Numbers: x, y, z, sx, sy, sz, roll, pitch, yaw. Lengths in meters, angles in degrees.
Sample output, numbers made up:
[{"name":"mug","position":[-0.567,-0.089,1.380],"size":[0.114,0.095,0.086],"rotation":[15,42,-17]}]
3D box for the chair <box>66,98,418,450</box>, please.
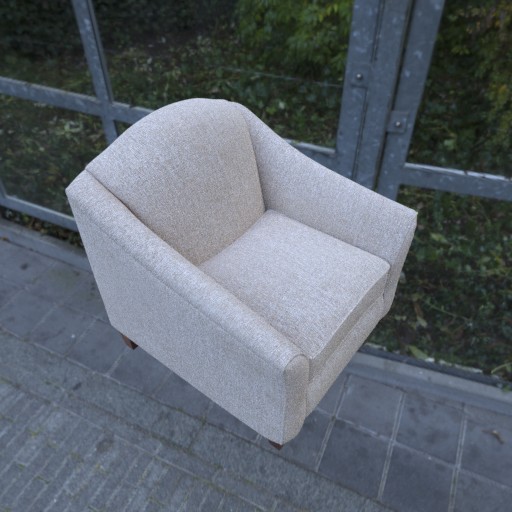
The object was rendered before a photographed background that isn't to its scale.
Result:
[{"name":"chair","position":[0.000,0.000,1.471],"size":[0.787,0.839,0.763],"rotation":[27,48,27]}]
